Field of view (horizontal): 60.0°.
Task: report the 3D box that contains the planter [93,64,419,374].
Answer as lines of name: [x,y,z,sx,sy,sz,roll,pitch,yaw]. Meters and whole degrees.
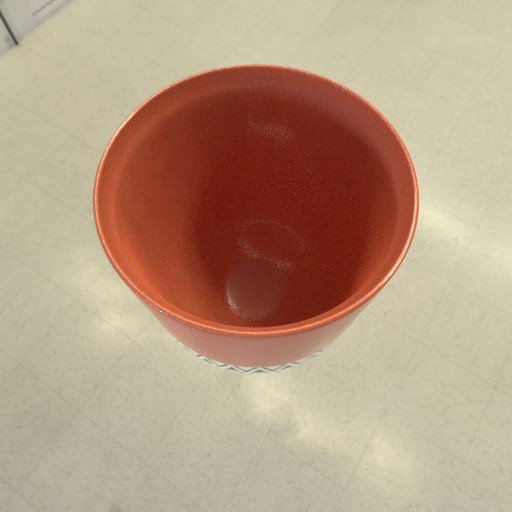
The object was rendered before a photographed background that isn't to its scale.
planter: [0.000,0.000,0.363,0.195,0.214,0.195,0,64,0]
